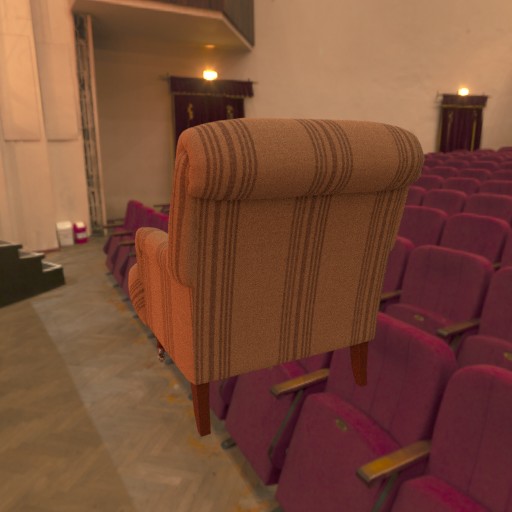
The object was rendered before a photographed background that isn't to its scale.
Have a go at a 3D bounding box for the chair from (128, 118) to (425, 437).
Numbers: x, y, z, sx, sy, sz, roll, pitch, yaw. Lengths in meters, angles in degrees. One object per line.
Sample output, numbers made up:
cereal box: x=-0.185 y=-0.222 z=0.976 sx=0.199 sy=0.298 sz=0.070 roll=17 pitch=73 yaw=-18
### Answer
chair: x=0.000 y=0.000 z=1.636 sx=0.813 sy=0.940 sz=0.914 roll=-7 pitch=16 yaw=-26
